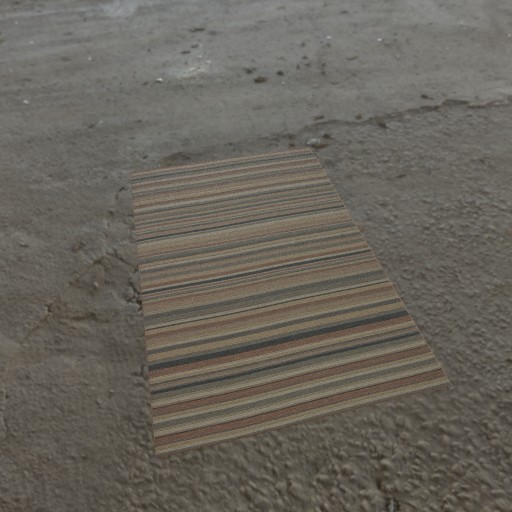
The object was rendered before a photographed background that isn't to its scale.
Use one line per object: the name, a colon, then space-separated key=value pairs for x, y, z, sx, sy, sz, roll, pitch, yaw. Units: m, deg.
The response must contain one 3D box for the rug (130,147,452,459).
rug: x=0.000 y=0.000 z=2.344 sx=1.219 sy=0.008 sz=1.829 roll=-10 pitch=47 yaw=-10
